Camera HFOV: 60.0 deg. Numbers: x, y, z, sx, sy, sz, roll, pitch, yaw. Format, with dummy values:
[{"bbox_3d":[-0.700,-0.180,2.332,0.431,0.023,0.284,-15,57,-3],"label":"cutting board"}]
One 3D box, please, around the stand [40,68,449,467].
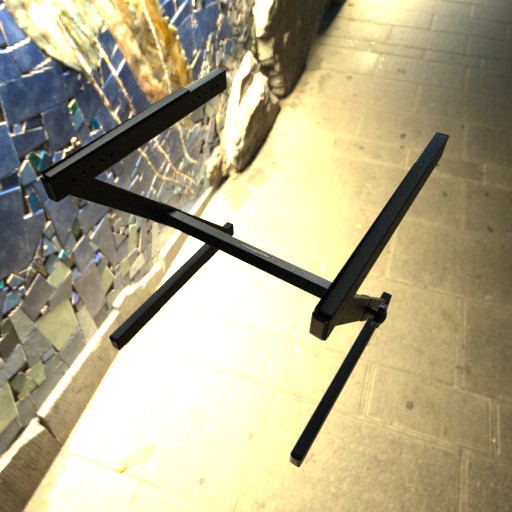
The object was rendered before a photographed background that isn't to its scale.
[{"bbox_3d":[0.000,0.000,1.127,0.700,0.617,0.586,25,51,22],"label":"stand"}]
